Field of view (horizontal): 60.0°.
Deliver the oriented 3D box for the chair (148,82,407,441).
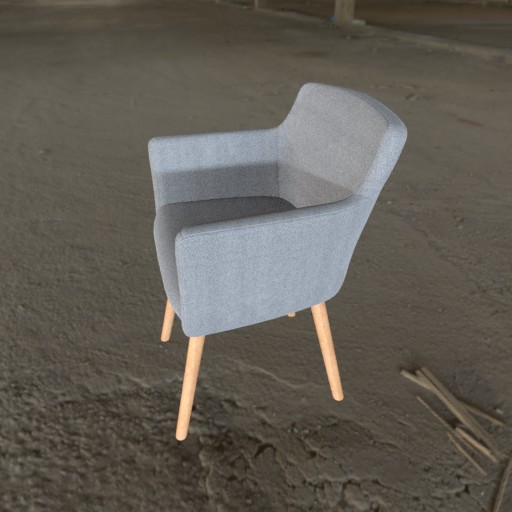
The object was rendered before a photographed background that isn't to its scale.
[{"bbox_3d":[0.000,0.000,1.146,0.540,0.780,0.570,-9,33,-14],"label":"chair"}]
